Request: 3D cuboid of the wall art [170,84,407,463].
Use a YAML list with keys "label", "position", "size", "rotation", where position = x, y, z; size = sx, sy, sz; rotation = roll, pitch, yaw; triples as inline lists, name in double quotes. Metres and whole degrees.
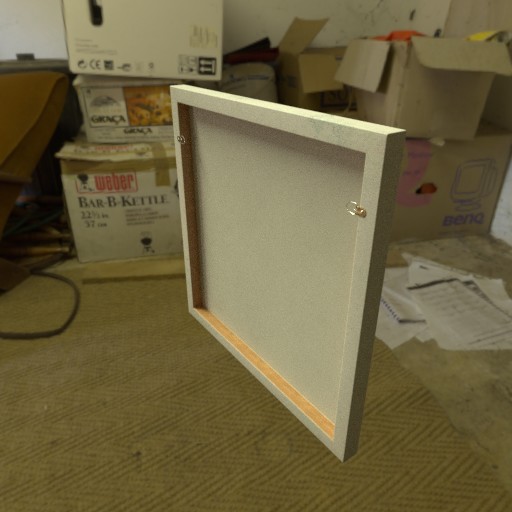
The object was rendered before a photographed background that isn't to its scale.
- label: "wall art"
  position: [0.000, 0.000, 0.922]
  size: [0.040, 0.612, 0.612]
  rotation: [-18, 33, -31]
